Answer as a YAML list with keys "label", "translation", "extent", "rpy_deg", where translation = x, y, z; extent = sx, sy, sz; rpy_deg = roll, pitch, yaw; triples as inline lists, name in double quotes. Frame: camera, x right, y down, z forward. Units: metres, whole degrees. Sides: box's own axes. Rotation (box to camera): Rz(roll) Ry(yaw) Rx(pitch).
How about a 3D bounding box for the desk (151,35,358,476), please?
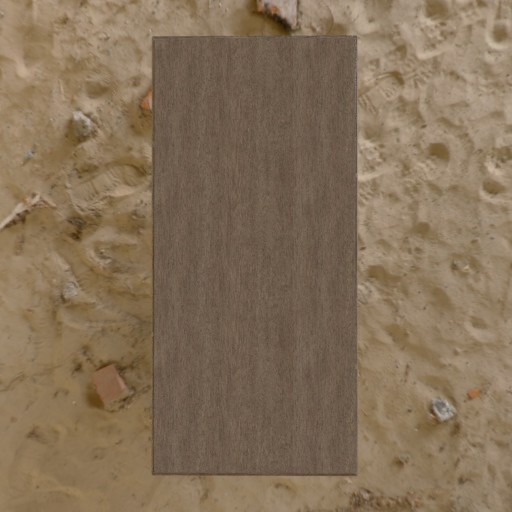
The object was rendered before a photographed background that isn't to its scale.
- label: "desk"
  translation: [0.000, 0.000, 1.751]
  extent: [0.610, 0.912, 1.289]
  rpy_deg: [0, 90, 1]
